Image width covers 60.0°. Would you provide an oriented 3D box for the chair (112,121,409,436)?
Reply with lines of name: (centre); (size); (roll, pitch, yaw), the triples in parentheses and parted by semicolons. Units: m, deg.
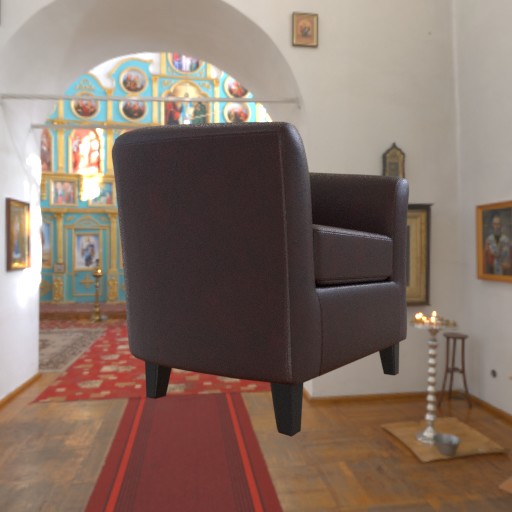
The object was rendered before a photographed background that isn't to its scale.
chair: (0.000, 0.000, 1.372); (0.727, 0.756, 0.792); (-1, -1, 36)
